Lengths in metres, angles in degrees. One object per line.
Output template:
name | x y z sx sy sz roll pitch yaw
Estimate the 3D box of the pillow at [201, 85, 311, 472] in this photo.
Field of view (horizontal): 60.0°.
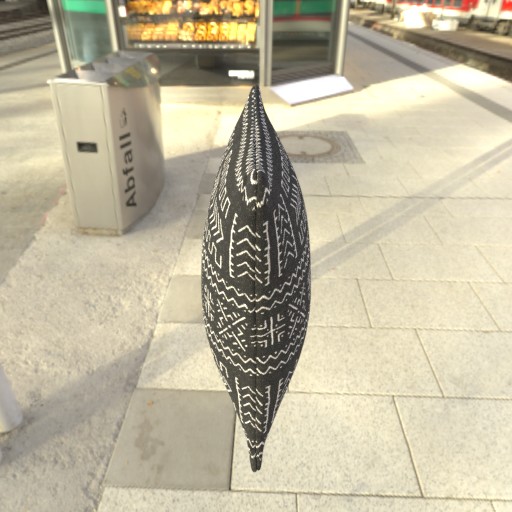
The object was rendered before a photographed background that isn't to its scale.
pillow | 0.000 0.000 0.678 0.164 0.430 0.438 0 31 0
